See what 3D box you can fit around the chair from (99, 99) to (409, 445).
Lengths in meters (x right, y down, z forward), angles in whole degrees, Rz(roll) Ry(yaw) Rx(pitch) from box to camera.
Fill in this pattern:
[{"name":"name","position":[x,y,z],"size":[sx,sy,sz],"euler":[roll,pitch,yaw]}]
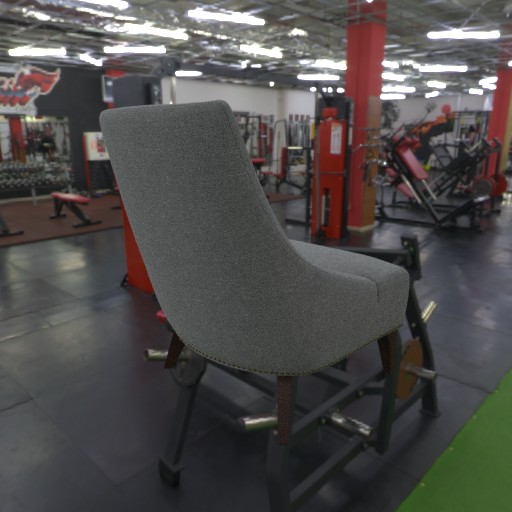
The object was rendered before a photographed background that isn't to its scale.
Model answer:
[{"name":"chair","position":[0.000,0.000,1.454],"size":[0.861,0.909,0.701],"euler":[-14,21,-42]}]
